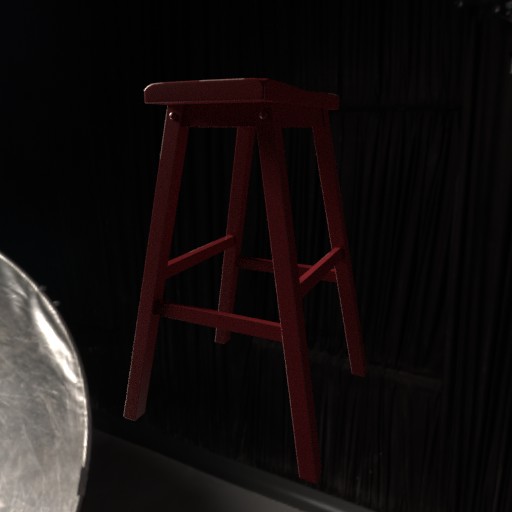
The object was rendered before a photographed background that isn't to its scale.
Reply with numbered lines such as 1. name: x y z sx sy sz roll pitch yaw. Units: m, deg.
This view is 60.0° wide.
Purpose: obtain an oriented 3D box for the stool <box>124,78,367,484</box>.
1. stool: 0.000 0.000 1.046 0.476 0.737 0.457 8 18 24
